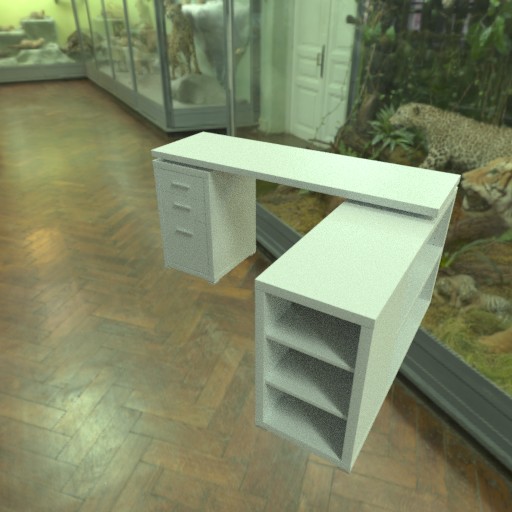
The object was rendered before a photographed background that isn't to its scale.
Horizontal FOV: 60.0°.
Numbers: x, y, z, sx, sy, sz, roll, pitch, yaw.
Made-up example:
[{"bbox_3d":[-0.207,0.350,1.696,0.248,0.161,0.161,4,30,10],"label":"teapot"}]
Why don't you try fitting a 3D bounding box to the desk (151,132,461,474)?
[{"bbox_3d":[0.000,0.000,2.177,1.524,0.753,1.200,17,34,27],"label":"desk"}]
